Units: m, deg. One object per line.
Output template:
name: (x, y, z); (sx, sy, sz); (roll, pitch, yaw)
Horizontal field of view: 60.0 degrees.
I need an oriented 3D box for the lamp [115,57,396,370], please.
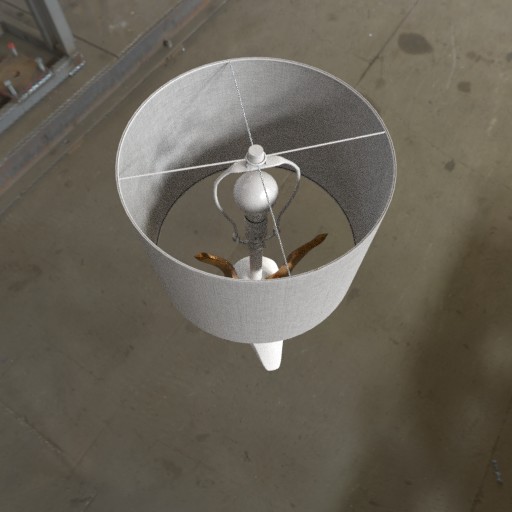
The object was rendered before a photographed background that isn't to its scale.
lamp: (0.000, 0.000, 0.695); (0.298, 0.503, 0.298); (-11, 64, -6)
